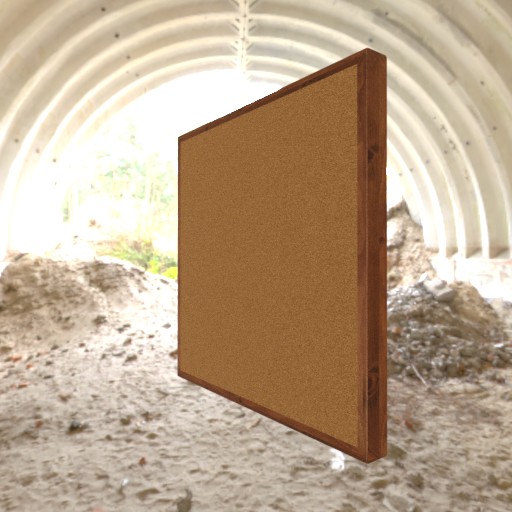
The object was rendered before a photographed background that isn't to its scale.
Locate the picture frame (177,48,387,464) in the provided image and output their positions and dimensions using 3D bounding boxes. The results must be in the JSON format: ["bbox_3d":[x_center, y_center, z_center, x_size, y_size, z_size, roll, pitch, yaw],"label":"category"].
[{"bbox_3d":[0.000,0.000,0.526,0.028,0.356,0.352,0,0,-37],"label":"picture frame"}]
